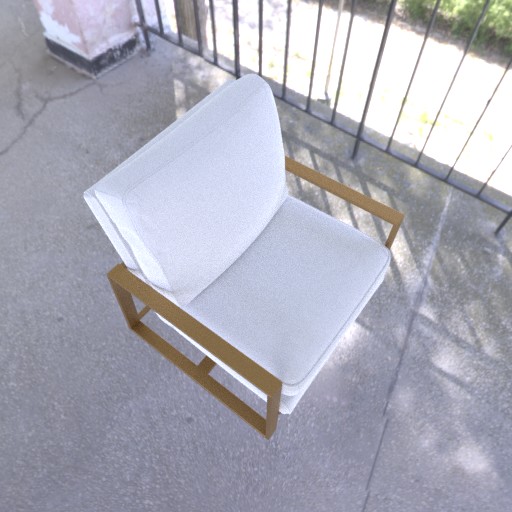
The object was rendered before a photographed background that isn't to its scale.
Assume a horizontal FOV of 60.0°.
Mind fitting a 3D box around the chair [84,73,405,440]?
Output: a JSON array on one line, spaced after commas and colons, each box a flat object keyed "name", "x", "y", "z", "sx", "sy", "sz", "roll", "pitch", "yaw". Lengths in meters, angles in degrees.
[{"name": "chair", "x": 0.000, "y": 0.000, "z": 1.609, "sx": 0.813, "sy": 0.966, "sz": 0.805, "roll": 32, "pitch": 63, "yaw": 19}]
